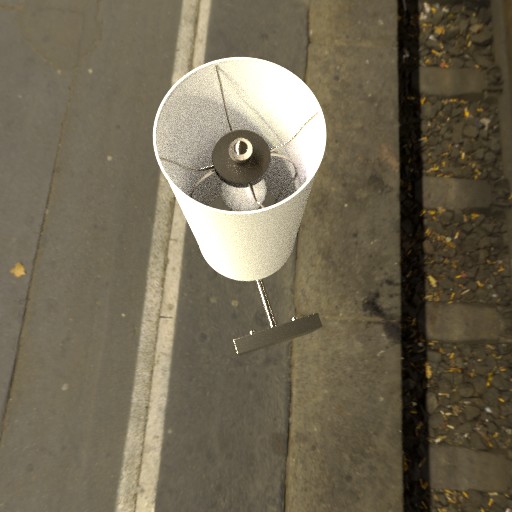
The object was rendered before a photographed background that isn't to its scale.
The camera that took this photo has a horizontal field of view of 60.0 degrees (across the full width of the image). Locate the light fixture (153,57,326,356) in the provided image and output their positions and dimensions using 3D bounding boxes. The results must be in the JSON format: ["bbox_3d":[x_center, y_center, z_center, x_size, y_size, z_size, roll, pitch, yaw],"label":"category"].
[{"bbox_3d":[0.000,0.000,0.543,0.128,0.462,0.208,-17,77,-4],"label":"light fixture"}]
